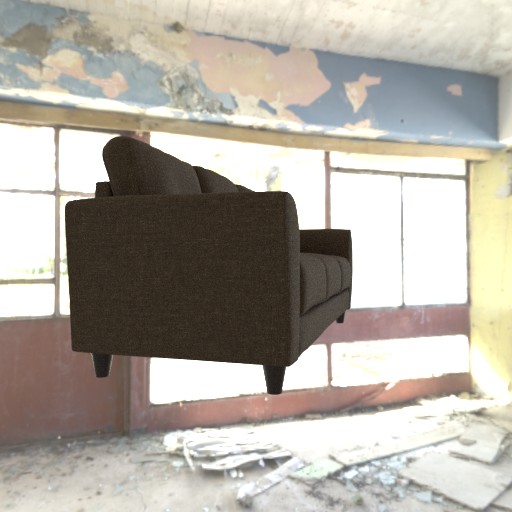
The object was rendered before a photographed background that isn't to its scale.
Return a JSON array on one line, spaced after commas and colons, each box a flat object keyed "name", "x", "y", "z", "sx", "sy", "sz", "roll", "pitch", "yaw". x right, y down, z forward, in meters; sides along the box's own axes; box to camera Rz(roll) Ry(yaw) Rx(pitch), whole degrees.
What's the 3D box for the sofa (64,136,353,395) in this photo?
[{"name": "sofa", "x": 0.000, "y": 0.000, "z": 2.305, "sx": 0.837, "sy": 0.891, "sz": 1.847, "roll": 0, "pitch": 0, "yaw": 18}]
